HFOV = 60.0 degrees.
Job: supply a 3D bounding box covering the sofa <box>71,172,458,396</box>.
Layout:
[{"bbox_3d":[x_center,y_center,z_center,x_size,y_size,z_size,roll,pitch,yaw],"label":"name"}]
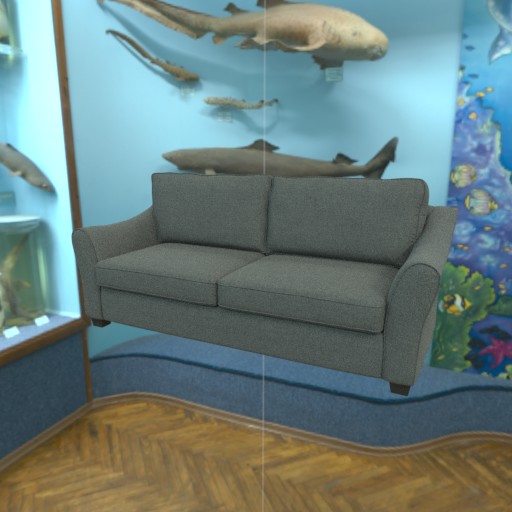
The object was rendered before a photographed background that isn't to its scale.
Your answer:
[{"bbox_3d":[0.000,0.000,2.747,2.203,0.976,1.013,6,14,25],"label":"sofa"}]
